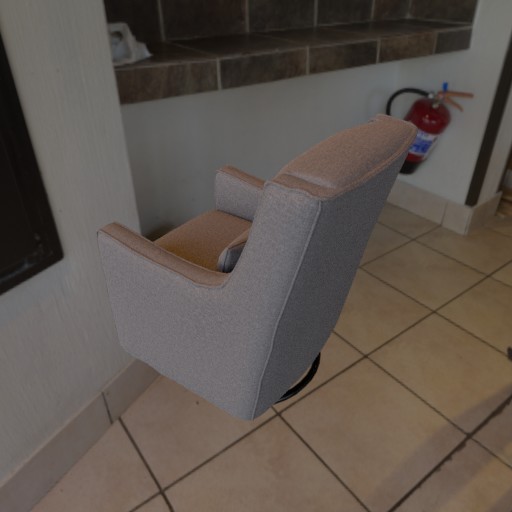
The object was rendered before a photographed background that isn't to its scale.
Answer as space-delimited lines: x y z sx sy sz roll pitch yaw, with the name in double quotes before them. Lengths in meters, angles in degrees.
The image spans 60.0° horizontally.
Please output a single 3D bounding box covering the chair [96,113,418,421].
"chair" 0.000 0.000 1.612 0.879 0.993 0.732 21 38 28
